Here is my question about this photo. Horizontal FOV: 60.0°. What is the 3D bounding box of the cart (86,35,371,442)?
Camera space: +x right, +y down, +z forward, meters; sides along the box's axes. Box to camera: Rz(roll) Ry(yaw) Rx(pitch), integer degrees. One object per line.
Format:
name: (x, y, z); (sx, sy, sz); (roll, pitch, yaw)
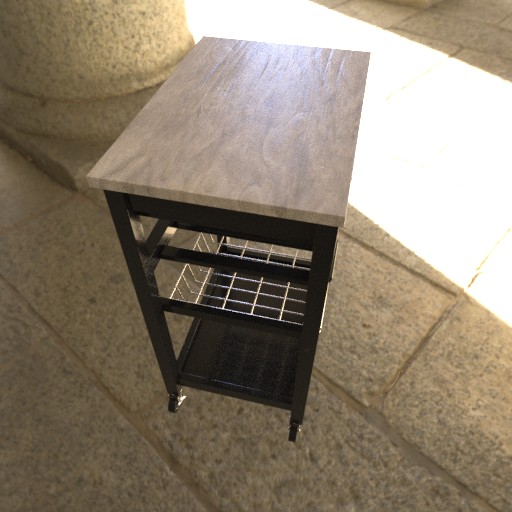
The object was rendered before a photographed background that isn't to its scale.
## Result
cart: (0.000, 0.000, 1.141); (0.403, 0.839, 0.584); (10, 48, 9)
